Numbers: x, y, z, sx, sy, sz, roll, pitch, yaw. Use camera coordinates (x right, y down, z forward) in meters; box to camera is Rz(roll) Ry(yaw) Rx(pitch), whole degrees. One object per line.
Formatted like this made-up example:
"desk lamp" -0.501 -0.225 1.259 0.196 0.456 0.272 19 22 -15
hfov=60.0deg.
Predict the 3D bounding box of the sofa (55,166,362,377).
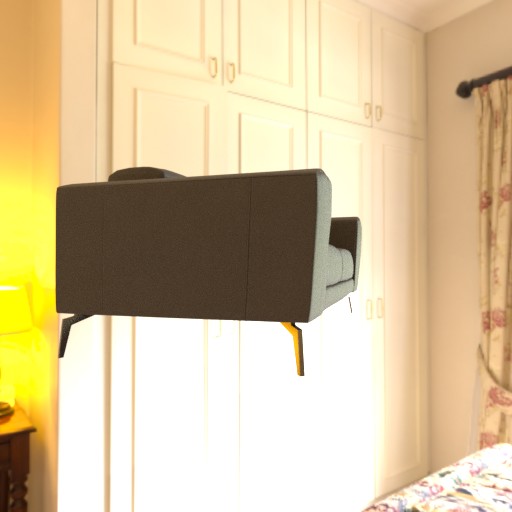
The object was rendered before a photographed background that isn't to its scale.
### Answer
"sofa" 0.000 0.000 2.377 1.003 0.779 1.895 0 -1 17
